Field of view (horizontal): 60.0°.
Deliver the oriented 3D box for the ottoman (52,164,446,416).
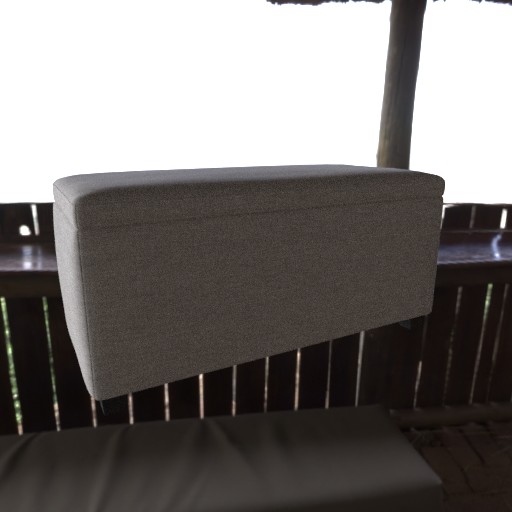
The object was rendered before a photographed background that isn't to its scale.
[{"bbox_3d":[0.000,0.000,1.123,0.902,0.432,0.419,-8,17,-27],"label":"ottoman"}]
